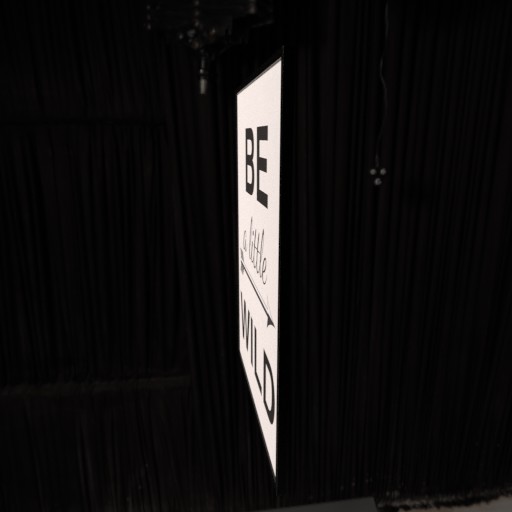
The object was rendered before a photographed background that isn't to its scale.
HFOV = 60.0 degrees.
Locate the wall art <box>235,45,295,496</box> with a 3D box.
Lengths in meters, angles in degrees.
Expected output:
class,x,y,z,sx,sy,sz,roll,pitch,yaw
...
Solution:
class,x,y,z,sx,sy,sz,roll,pitch,yaw
wall art,0.000,0.000,0.761,0.013,0.582,0.442,-2,15,-9
